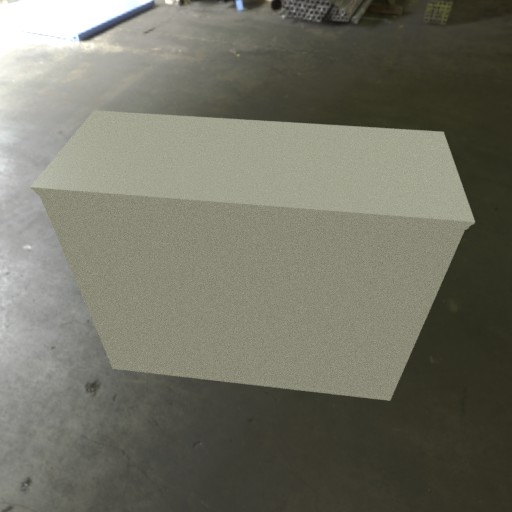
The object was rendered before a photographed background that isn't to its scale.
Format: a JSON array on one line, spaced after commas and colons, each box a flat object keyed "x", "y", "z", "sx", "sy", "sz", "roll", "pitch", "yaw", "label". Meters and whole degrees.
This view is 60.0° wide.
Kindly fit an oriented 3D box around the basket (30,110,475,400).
[{"x": 0.000, "y": 0.000, "z": 1.135, "sx": 0.792, "sy": 0.625, "sz": 0.376, "roll": 5, "pitch": 45, "yaw": 5, "label": "basket"}]
